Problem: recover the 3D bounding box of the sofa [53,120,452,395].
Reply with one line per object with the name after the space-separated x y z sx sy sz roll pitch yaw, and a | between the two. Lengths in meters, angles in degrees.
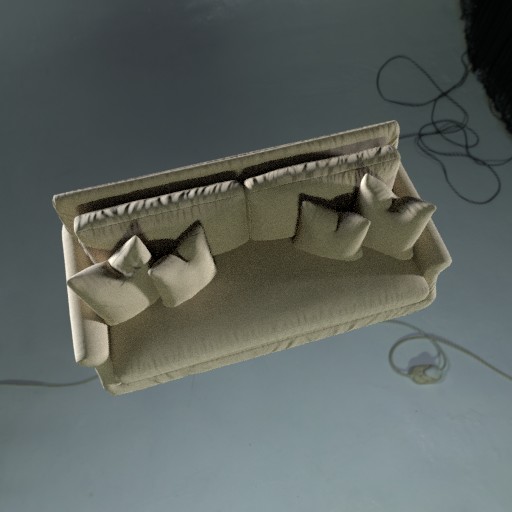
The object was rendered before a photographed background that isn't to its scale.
0.000 0.000 2.794 2.285 0.904 1.067 -14 63 -7 | sofa
